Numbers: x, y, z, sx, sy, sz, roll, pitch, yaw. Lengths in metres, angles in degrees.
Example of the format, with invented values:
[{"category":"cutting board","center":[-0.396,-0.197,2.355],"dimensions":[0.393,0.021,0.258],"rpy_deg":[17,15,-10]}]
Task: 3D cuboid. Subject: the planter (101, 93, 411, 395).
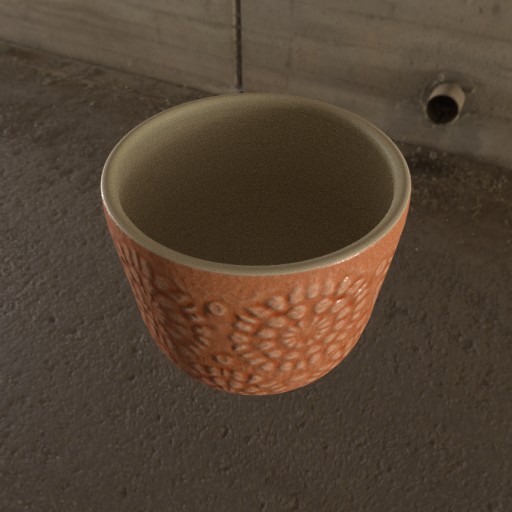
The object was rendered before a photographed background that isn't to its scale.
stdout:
[{"category":"planter","center":[0.000,0.000,0.218],"dimensions":[0.124,0.109,0.124],"rpy_deg":[0,46,0]}]
